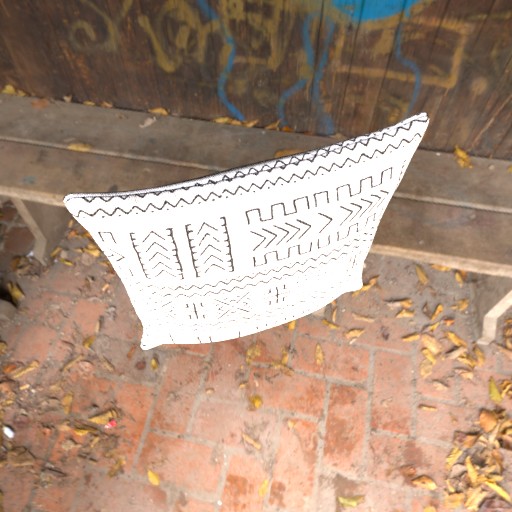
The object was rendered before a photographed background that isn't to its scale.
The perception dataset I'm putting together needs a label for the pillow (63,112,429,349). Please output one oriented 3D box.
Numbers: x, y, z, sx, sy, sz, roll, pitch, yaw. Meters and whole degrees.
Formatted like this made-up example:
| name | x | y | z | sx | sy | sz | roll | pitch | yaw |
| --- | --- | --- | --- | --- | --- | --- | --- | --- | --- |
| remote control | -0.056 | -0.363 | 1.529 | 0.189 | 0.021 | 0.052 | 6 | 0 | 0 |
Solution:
| name | x | y | z | sx | sy | sz | roll | pitch | yaw |
| --- | --- | --- | --- | --- | --- | --- | --- | --- | --- |
| pillow | 0.000 | 0.000 | 0.673 | 0.438 | 0.430 | 0.164 | -15 | 59 | -9 |
